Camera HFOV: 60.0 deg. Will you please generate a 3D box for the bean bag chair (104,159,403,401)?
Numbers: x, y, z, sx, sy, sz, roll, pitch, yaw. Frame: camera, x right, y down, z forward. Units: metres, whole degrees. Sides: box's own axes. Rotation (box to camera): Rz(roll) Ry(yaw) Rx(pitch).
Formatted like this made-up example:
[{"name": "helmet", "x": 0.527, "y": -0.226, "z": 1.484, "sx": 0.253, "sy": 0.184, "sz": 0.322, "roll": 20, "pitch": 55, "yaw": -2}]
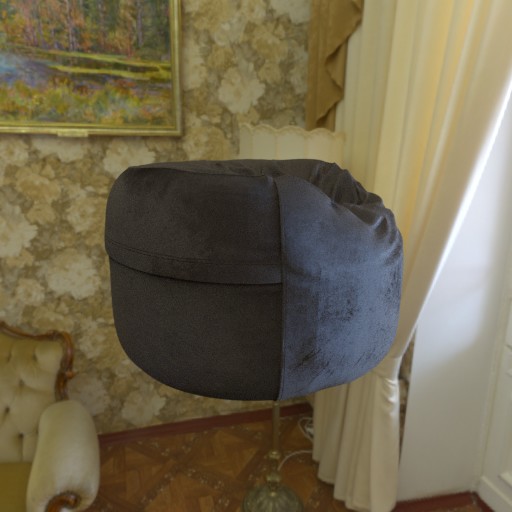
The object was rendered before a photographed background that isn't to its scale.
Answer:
[{"name": "bean bag chair", "x": 0.000, "y": 0.000, "z": 1.442, "sx": 0.918, "sy": 0.605, "sz": 0.918, "roll": 0, "pitch": 15, "yaw": 0}]
